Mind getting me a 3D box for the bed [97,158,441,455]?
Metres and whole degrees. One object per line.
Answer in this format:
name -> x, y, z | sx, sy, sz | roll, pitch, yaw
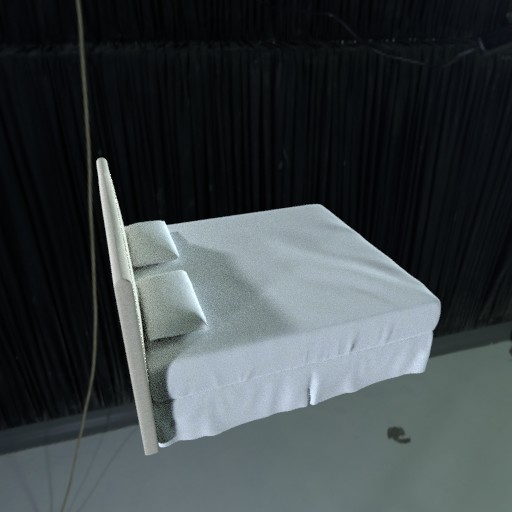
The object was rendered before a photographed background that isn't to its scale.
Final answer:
bed -> 0.000, 0.000, 3.553 | 2.182, 1.421, 2.083 | -10, 31, -17
